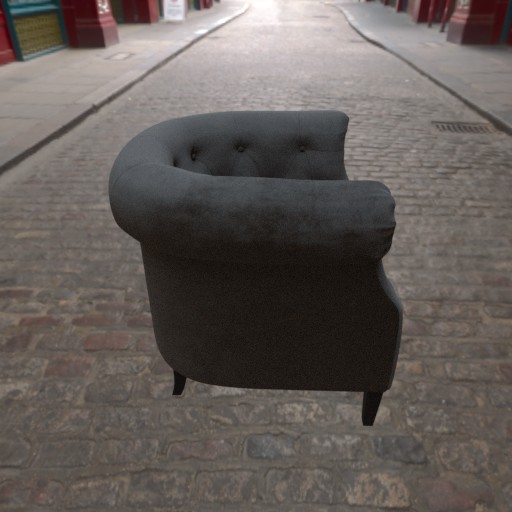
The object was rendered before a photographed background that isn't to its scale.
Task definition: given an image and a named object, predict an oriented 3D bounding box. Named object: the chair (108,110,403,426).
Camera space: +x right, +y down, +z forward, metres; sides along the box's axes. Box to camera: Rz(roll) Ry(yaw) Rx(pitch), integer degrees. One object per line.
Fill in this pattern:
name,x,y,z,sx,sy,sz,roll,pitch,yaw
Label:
chair,0.000,0.000,1.530,0.851,0.826,0.904,1,31,2
